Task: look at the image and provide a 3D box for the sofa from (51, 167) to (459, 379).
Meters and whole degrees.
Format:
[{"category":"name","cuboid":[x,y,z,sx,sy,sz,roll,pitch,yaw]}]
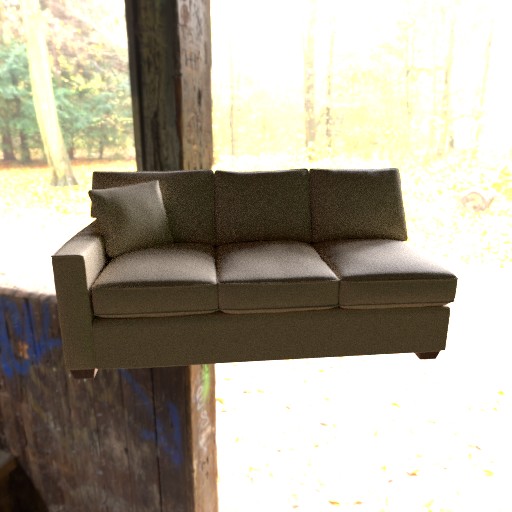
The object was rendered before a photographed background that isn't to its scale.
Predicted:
[{"category":"sofa","cuboid":[0.000,0.000,2.580,1.962,0.946,1.034,-2,16,-6]}]
